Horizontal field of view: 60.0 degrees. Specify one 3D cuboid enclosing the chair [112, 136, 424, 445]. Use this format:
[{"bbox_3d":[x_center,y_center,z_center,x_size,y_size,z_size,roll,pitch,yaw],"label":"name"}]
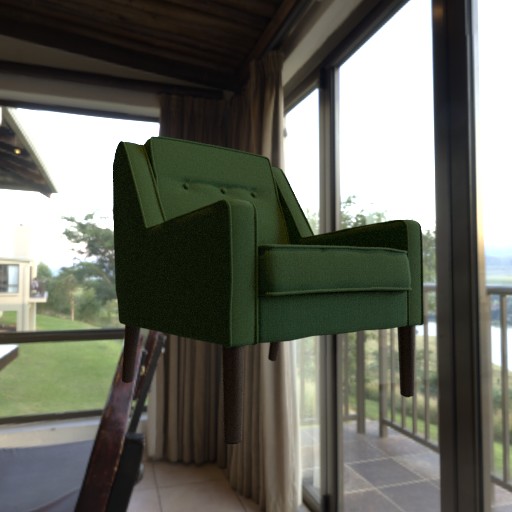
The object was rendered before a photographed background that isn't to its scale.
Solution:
[{"bbox_3d":[0.000,0.000,1.333,0.663,0.792,0.743,1,-3,-36],"label":"chair"}]
